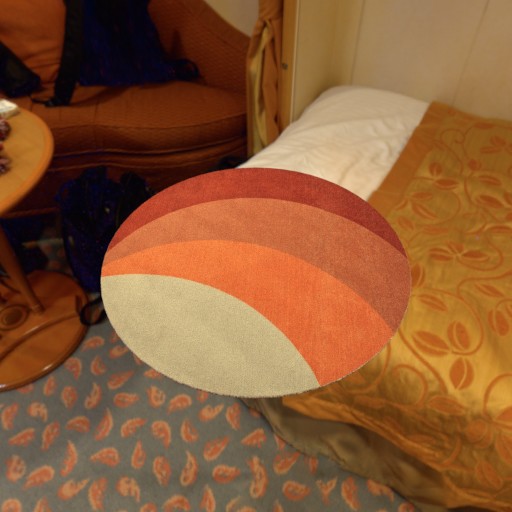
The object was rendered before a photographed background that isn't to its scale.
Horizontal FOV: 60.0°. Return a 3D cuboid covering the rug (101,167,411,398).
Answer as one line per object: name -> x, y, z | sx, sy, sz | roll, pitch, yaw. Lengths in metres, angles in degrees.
rug -> 0.000, 0.000, 2.225 | 1.514, 0.015, 1.514 | 0, 46, 0
